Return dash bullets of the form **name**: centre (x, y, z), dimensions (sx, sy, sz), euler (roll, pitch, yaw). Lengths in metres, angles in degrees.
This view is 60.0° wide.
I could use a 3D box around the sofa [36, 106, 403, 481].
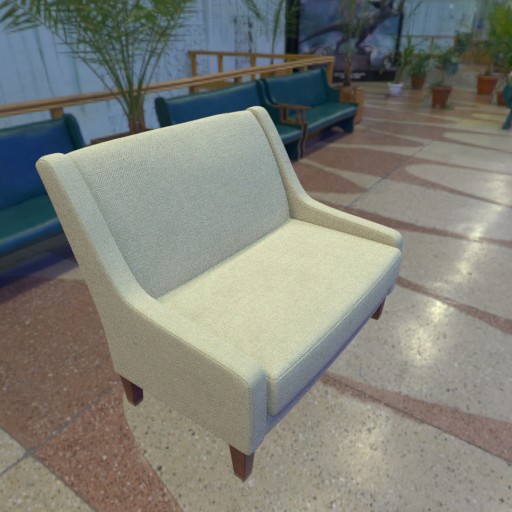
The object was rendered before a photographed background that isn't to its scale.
- **sofa**: centre (0.000, 0.000, 1.858), dimensions (0.946, 0.976, 1.212), euler (19, 34, 32)
